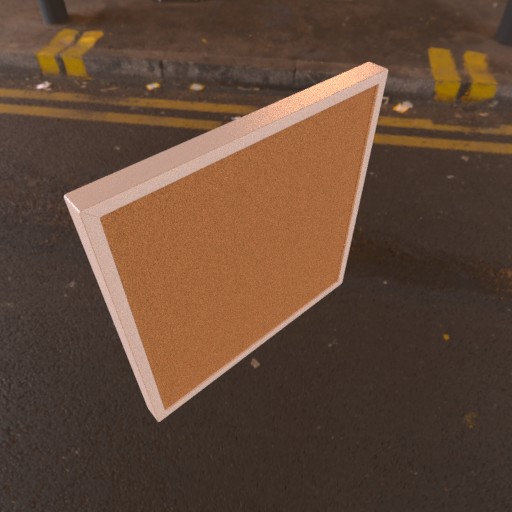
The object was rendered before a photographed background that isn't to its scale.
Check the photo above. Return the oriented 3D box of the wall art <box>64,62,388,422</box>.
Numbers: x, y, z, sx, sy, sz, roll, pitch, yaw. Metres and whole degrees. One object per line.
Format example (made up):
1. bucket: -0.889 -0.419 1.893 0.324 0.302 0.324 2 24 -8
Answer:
1. wall art: 0.000 0.000 0.755 0.508 0.508 0.038 -32 54 -27
